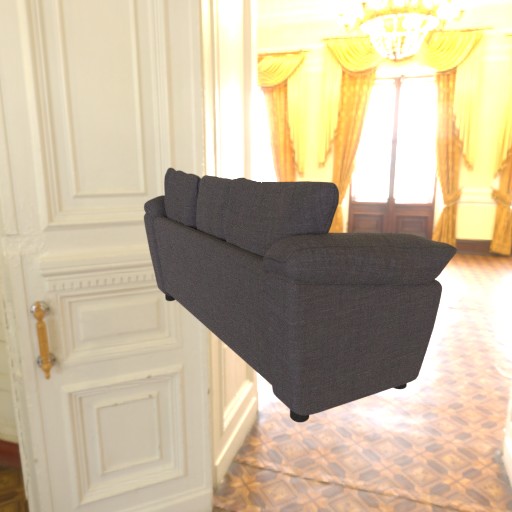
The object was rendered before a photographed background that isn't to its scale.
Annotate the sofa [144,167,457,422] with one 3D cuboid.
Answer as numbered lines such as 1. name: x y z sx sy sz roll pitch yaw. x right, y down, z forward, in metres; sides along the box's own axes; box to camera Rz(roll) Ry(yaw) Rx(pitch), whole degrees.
1. sofa: 0.000 0.000 2.868 0.883 1.080 2.336 -7 14 -27
